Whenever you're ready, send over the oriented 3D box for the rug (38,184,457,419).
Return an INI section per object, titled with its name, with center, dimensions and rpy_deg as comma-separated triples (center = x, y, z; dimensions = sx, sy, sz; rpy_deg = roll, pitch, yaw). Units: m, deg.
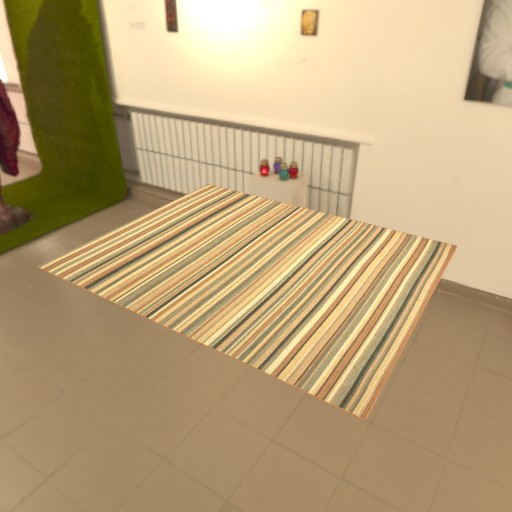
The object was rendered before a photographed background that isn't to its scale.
[rug]
center = 0.000, 0.000, 4.088
dimensions = 3.045, 0.011, 2.436
rpy_deg = 18, 35, 28
